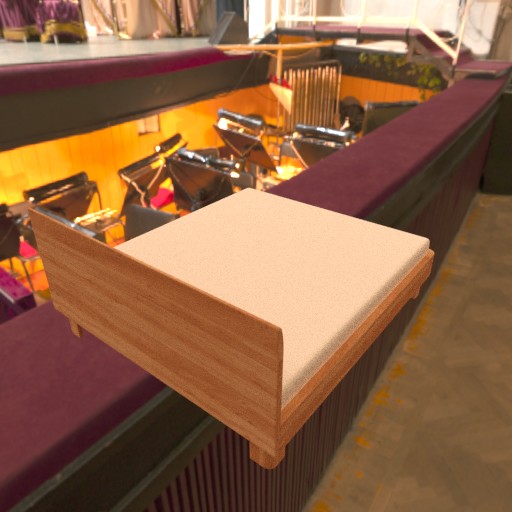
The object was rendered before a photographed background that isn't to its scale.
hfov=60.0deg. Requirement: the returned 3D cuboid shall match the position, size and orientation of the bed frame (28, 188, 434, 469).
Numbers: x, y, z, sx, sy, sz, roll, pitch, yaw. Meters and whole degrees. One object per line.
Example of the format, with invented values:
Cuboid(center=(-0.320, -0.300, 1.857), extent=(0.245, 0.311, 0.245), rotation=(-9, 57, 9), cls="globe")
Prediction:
Cuboid(center=(0.000, 0.000, 3.118), extent=(1.872, 0.940, 2.092), rotation=(21, 36, 33), cls="bed frame")
